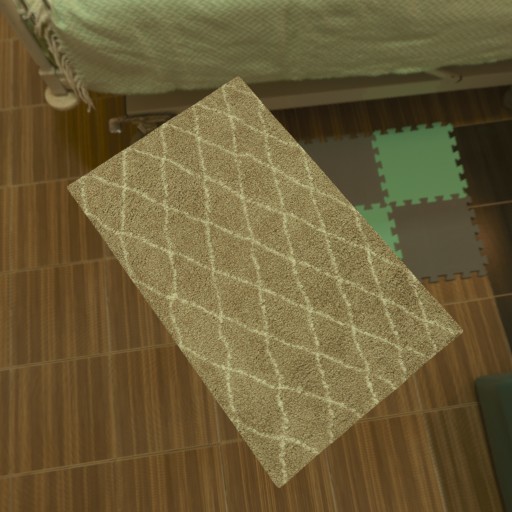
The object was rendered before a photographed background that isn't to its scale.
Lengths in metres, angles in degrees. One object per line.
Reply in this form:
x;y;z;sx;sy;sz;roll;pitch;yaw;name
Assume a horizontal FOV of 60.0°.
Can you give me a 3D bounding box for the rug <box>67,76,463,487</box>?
0.000;0.000;3.007;1.524;0.030;2.438;-36;77;-9;rug
